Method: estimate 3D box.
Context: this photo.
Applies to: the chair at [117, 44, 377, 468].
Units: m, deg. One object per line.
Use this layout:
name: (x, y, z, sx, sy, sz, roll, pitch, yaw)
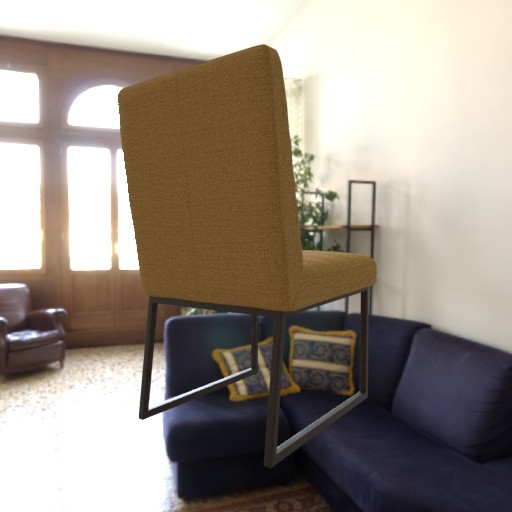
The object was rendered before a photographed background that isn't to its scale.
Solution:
chair: (0.000, 0.000, 1.322, 0.520, 0.930, 0.634, 2, 3, 36)
